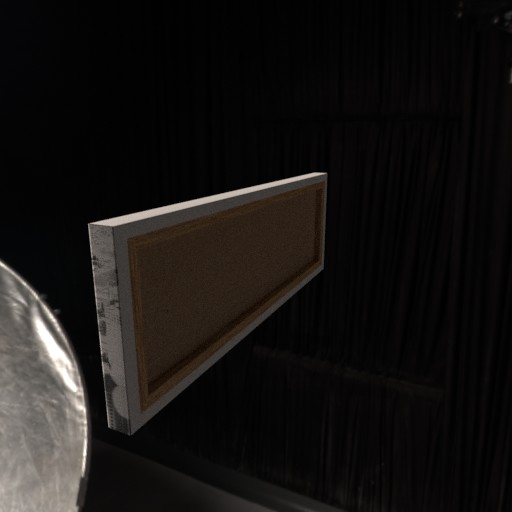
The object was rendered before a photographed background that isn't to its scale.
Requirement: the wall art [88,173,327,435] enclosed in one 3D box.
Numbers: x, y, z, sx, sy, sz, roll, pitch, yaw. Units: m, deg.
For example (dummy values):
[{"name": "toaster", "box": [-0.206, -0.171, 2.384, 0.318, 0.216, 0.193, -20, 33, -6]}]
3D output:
[{"name": "wall art", "box": [0.000, 0.000, 0.836, 0.038, 0.255, 0.763, 7, 17, 25]}]
